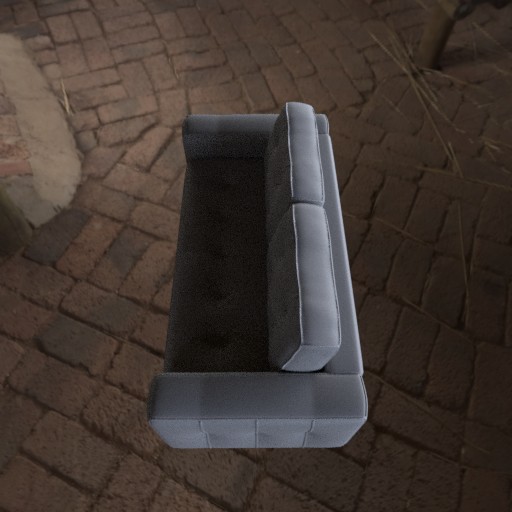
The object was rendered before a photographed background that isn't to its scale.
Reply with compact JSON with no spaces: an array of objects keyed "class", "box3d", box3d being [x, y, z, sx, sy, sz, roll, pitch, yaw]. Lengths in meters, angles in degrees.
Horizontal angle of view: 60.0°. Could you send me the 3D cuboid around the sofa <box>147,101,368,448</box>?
[{"class":"sofa","box3d":[0.000,0.000,2.230,0.833,0.892,1.726,0,57,0]}]
